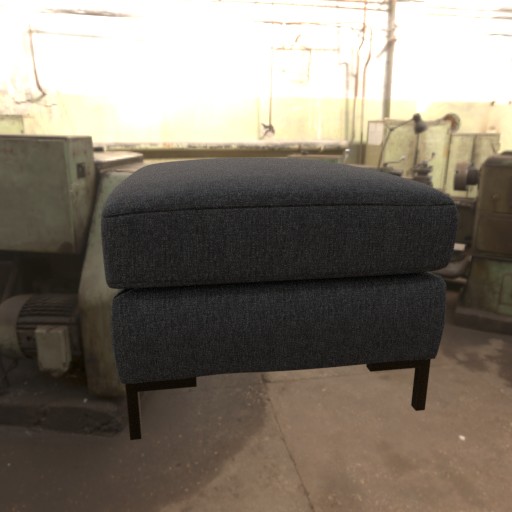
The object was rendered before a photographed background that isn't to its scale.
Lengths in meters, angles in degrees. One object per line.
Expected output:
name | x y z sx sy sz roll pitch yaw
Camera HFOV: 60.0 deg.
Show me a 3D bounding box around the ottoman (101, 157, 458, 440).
ottoman | 0.000 0.000 1.256 0.695 0.533 0.831 -2 16 -9
